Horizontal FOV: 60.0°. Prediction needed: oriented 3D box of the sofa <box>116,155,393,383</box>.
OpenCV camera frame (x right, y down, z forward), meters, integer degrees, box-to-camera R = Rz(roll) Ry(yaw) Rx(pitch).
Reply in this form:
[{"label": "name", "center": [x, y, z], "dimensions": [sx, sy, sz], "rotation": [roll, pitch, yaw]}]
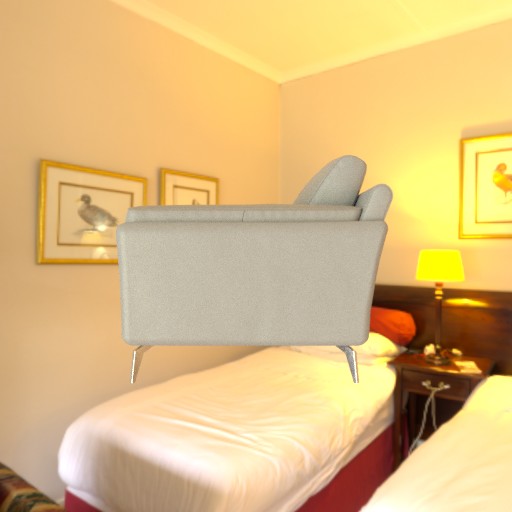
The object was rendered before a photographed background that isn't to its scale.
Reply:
[{"label": "sofa", "center": [0.000, 0.000, 2.669], "dimensions": [1.049, 0.930, 2.101], "rotation": [0, 1, 0]}]
